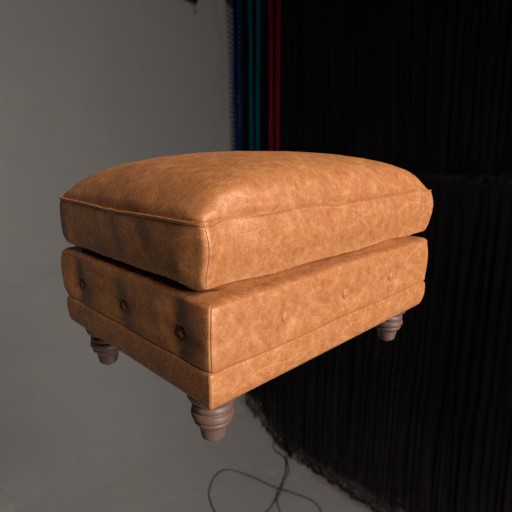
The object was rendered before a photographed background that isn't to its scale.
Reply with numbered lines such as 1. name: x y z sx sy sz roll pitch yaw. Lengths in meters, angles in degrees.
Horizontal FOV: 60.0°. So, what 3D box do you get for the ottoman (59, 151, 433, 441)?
1. ottoman: 0.000 0.000 1.041 0.710 0.480 0.533 -13 19 -43
